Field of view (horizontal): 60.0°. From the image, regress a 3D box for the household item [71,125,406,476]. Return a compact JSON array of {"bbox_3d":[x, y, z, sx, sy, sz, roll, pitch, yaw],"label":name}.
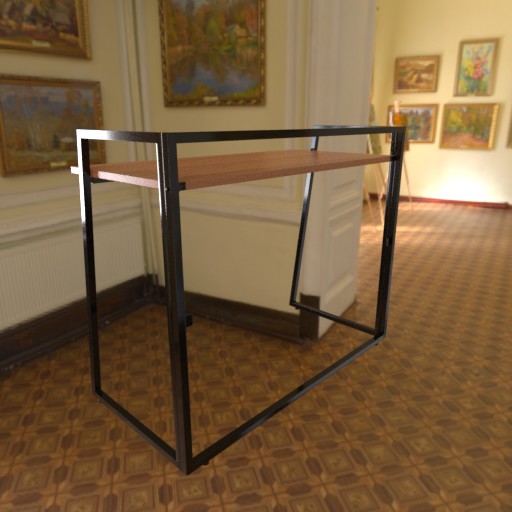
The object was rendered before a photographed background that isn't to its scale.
[{"bbox_3d":[0.000,0.000,1.542,0.510,0.860,1.050,16,23,41],"label":"household item"}]
